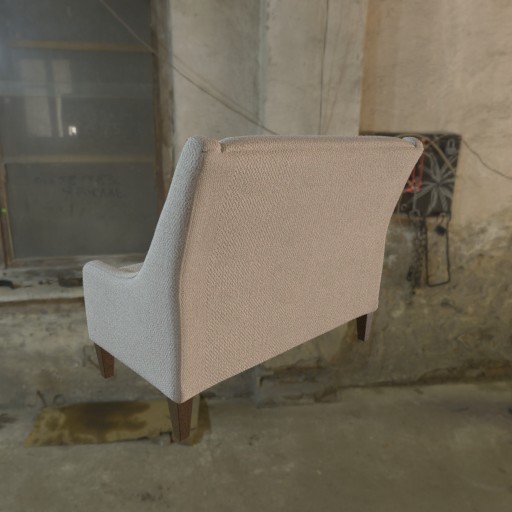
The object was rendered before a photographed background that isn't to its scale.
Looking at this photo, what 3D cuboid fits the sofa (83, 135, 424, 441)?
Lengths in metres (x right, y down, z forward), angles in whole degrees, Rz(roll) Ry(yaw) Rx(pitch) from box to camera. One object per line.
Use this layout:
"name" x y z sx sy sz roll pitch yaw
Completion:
"sofa" 0.000 0.000 1.952 1.242 1.022 0.870 -14 20 -42
